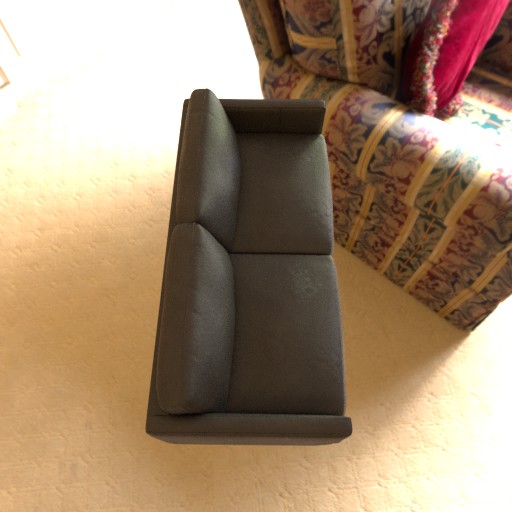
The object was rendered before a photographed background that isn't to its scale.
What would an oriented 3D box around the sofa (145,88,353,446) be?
[{"bbox_3d":[0.000,0.000,2.532,0.933,0.863,1.971,1,63,0],"label":"sofa"}]
